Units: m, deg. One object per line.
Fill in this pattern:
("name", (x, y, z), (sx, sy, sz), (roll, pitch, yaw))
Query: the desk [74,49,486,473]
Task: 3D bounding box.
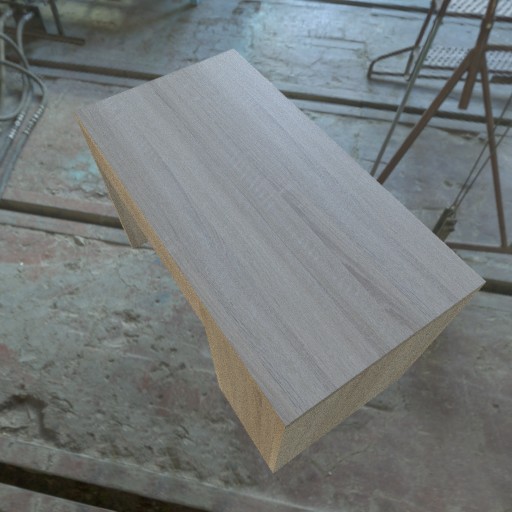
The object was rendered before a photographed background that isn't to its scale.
("desk", (0.000, 0.000, 1.500), (0.600, 0.731, 1.100), (-29, 62, -17))
